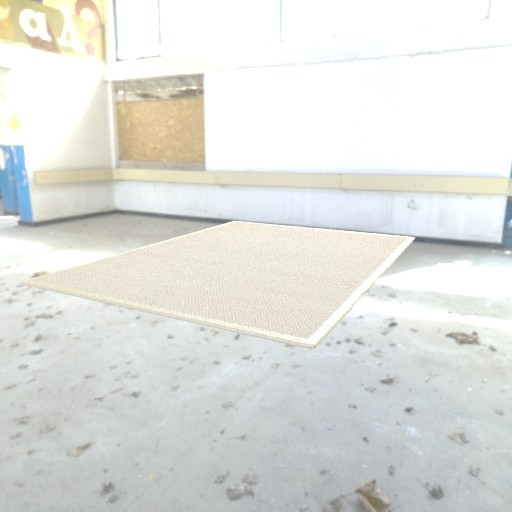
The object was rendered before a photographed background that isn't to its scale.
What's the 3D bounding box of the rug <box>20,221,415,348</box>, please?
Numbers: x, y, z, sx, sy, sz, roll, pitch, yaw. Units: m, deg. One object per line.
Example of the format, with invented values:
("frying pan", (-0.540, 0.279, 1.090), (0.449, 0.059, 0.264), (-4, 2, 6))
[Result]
("rug", (0.000, 0.000, 4.801), (2.734, 0.037, 3.659), (7, 16, 27))
